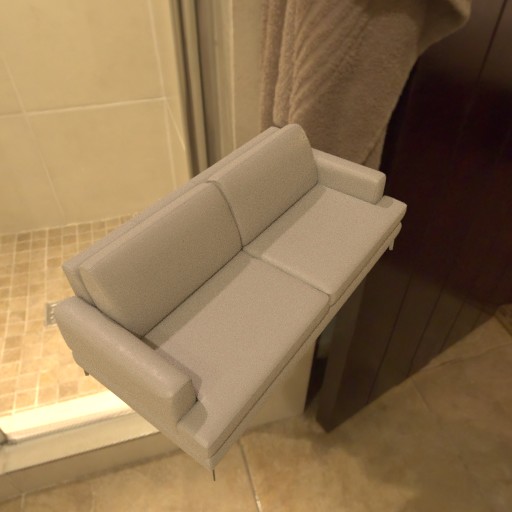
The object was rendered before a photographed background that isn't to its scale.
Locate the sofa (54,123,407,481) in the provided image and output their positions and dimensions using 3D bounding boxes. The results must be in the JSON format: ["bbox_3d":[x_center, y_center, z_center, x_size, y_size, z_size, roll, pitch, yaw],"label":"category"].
[{"bbox_3d":[0.000,0.000,2.430,0.974,0.765,1.940,27,49,26],"label":"sofa"}]
